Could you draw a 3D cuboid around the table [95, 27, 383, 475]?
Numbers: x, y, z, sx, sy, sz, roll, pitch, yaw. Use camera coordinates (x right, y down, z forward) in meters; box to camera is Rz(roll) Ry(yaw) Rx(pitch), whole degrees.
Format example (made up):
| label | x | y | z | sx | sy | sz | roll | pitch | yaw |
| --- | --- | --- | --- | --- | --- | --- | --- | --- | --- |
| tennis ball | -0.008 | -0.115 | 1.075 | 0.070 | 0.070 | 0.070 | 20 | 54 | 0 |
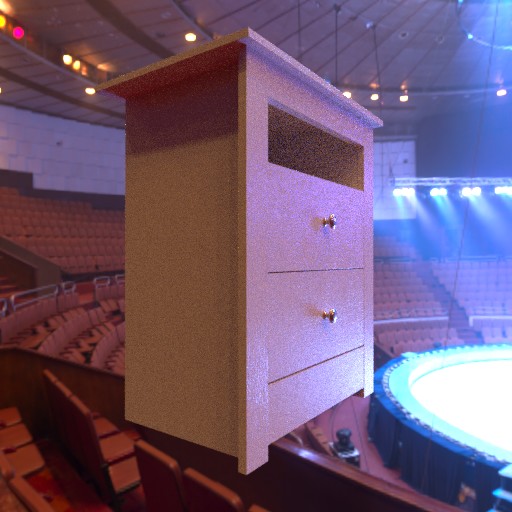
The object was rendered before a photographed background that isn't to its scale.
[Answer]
| label | x | y | z | sx | sy | sz | roll | pitch | yaw |
| --- | --- | --- | --- | --- | --- | --- | --- | --- | --- |
| table | 0.000 | 0.000 | 1.046 | 0.406 | 0.711 | 0.589 | 0 | 0 | 36 |
